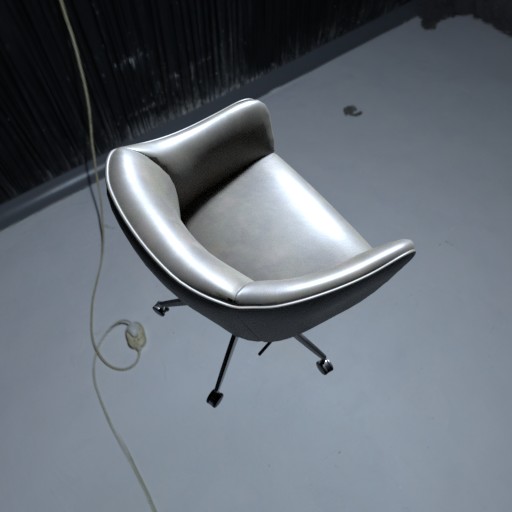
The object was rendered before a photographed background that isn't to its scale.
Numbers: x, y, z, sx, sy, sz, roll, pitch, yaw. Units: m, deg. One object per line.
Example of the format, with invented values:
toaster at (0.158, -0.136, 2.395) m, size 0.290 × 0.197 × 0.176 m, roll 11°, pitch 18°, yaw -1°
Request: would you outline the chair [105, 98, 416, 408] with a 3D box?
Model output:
chair at (0.000, 0.000, 1.370) m, size 0.689 × 0.827 × 0.713 m, roll -32°, pitch 64°, yaw -18°
